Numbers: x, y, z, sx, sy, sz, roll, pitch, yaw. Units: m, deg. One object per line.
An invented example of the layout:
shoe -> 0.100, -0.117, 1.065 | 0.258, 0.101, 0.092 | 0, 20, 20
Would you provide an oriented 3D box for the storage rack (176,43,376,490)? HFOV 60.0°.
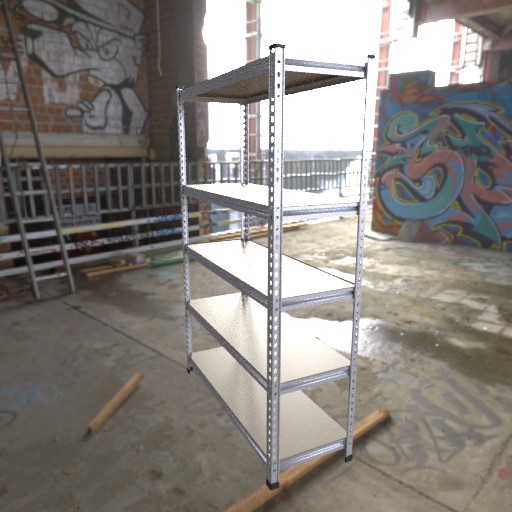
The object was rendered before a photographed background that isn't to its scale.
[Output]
storage rack -> 0.000, 0.000, 2.377 | 0.457, 1.829, 1.219 | -7, 15, -25
